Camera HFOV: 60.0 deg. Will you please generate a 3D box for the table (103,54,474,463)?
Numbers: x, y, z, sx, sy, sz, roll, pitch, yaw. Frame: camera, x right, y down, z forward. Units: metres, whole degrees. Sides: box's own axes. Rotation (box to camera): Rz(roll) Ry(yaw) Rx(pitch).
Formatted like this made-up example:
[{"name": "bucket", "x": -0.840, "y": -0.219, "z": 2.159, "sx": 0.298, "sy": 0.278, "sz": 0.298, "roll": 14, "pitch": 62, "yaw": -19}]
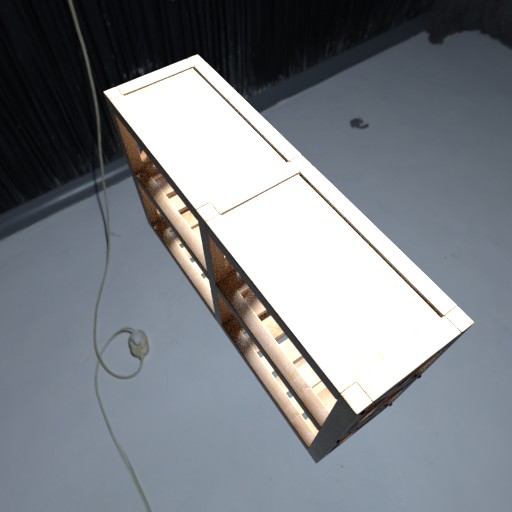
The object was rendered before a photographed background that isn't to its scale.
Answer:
[{"name": "table", "x": 0.000, "y": 0.000, "z": 1.621, "sx": 0.381, "sy": 0.762, "sz": 1.320, "roll": -30, "pitch": 63, "yaw": -18}]
